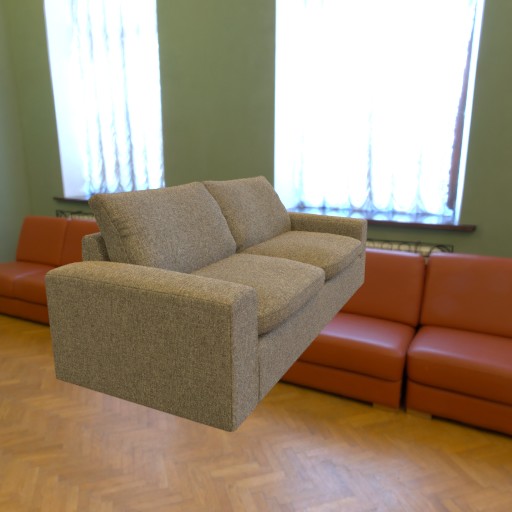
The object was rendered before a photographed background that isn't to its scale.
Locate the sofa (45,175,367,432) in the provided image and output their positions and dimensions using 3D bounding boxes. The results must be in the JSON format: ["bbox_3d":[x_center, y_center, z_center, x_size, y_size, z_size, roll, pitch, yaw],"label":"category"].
[{"bbox_3d":[0.000,0.000,2.826,1.040,0.922,2.299,6,15,25],"label":"sofa"}]
